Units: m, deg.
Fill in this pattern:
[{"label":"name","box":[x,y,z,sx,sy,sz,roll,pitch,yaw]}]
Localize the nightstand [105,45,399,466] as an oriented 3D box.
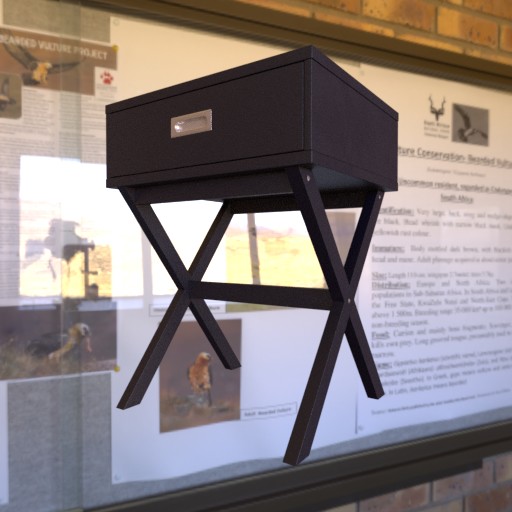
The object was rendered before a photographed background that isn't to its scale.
[{"label":"nightstand","box":[0.000,0.000,0.946,0.479,0.623,0.402,1,1,35]}]
